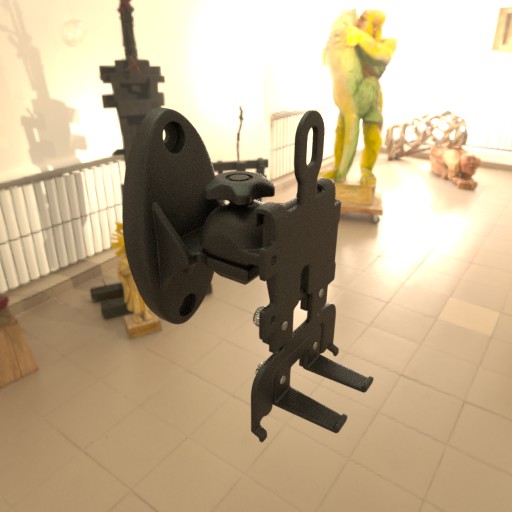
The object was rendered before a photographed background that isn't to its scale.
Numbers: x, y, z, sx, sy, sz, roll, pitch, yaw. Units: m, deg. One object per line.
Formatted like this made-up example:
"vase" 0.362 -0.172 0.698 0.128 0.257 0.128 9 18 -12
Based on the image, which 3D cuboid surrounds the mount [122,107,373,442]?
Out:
"mount" 0.000 0.000 0.181 0.100 0.118 0.066 18 32 31
